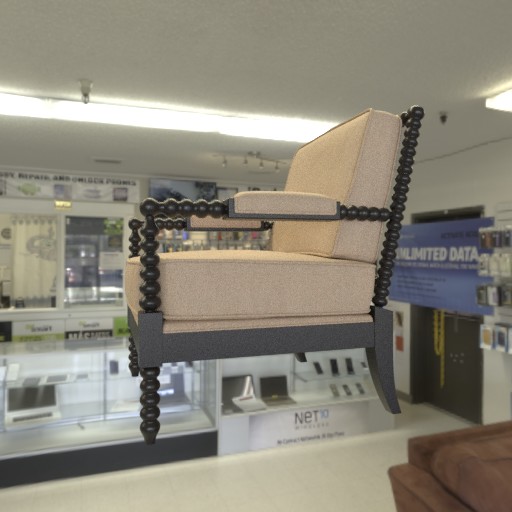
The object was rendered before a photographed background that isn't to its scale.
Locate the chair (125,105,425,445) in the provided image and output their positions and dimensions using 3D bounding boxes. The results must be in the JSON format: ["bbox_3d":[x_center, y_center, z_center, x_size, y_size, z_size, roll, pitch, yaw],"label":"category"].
[{"bbox_3d":[0.000,0.000,1.159,0.657,0.703,0.555,0,0,-18],"label":"chair"}]
